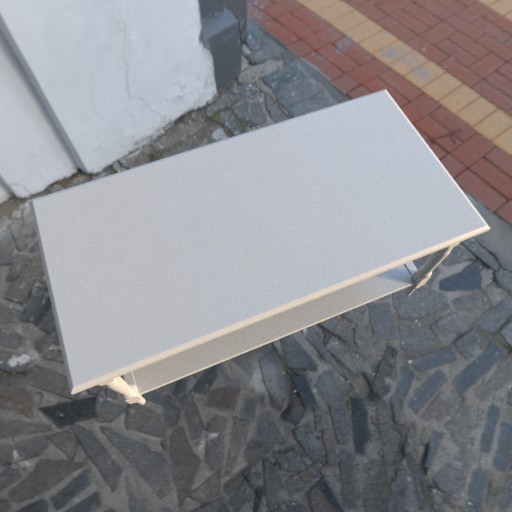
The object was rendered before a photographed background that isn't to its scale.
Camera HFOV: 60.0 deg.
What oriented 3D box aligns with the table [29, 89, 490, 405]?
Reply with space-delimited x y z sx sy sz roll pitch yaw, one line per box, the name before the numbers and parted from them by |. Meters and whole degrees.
table | 0.000 0.000 1.407 1.109 0.506 0.551 -20 65 -10
